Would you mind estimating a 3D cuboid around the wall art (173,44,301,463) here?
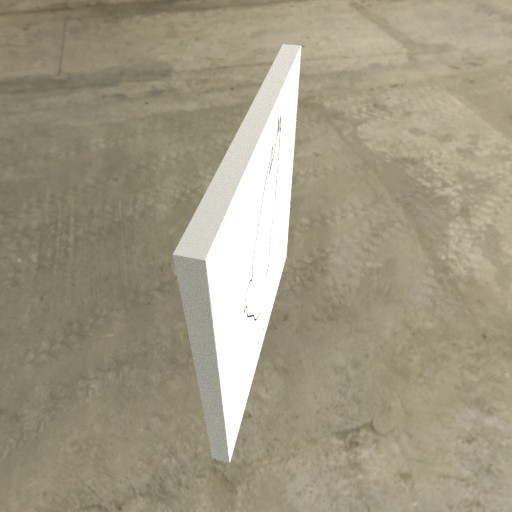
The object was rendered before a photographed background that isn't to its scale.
[{"bbox_3d":[0.000,0.000,0.906,0.038,0.610,0.610,10,47,10],"label":"wall art"}]
